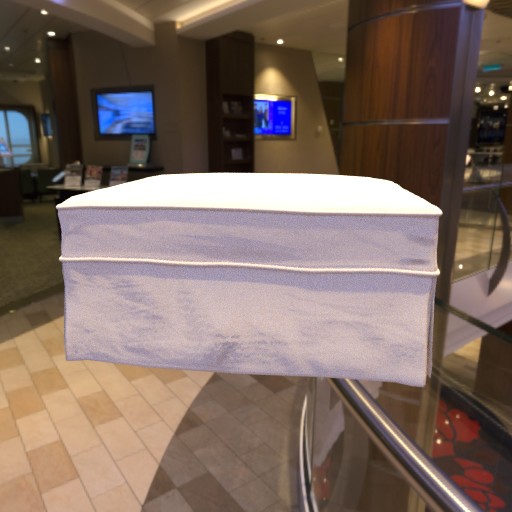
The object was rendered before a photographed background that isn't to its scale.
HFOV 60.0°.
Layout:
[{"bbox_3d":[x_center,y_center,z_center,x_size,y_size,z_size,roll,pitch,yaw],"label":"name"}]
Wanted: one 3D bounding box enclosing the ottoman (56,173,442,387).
[{"bbox_3d":[0.000,0.000,1.350,0.944,0.479,0.703,2,15,7],"label":"ottoman"}]
